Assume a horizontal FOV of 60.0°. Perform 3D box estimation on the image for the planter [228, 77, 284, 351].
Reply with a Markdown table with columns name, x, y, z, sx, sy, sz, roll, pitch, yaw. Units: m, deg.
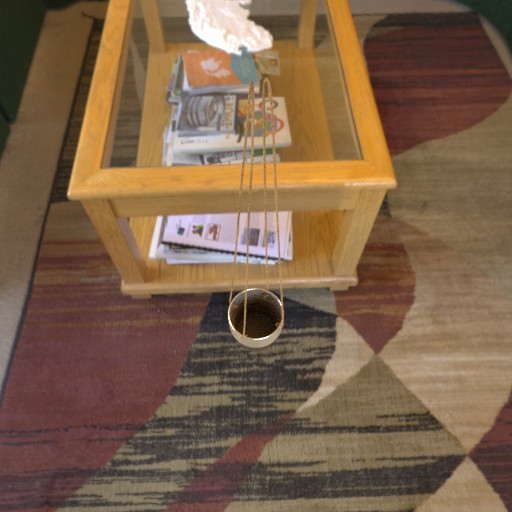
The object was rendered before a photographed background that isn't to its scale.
| name | x | y | z | sx | sy | sz | roll | pitch | yaw |
| --- | --- | --- | --- | --- | --- | --- | --- | --- | --- |
| planter | 0.000 | 0.000 | 1.156 | 0.187 | 1.073 | 0.187 | -17 | 61 | -10 |
